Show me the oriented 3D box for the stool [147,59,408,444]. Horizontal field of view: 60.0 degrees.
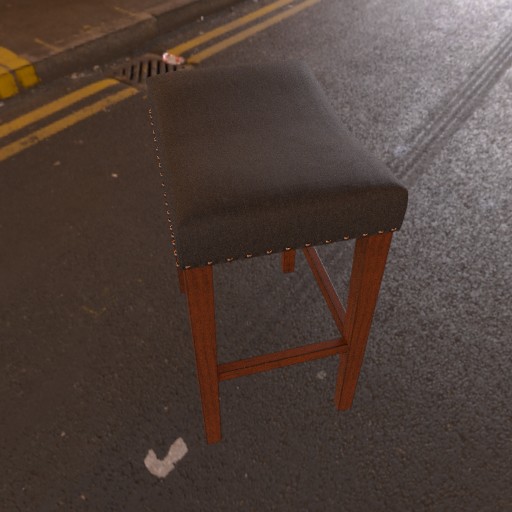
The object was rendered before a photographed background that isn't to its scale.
[{"bbox_3d":[0.000,0.000,0.874,0.320,0.612,0.439,-10,47,-10],"label":"stool"}]
